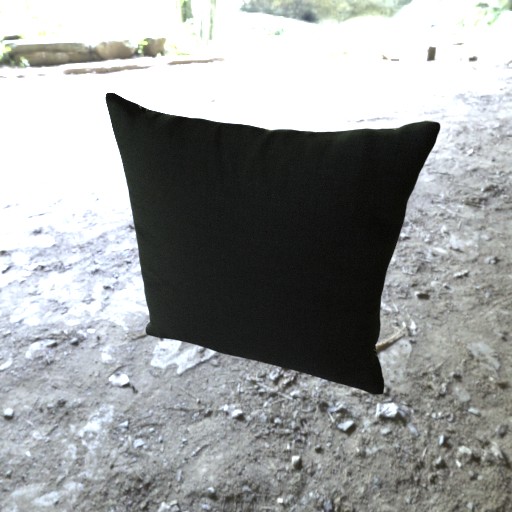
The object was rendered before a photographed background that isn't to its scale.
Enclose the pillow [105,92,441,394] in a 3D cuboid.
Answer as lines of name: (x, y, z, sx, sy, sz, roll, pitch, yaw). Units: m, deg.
pillow: (0.000, 0.000, 0.653, 0.432, 0.432, 0.139, 11, 34, 16)
